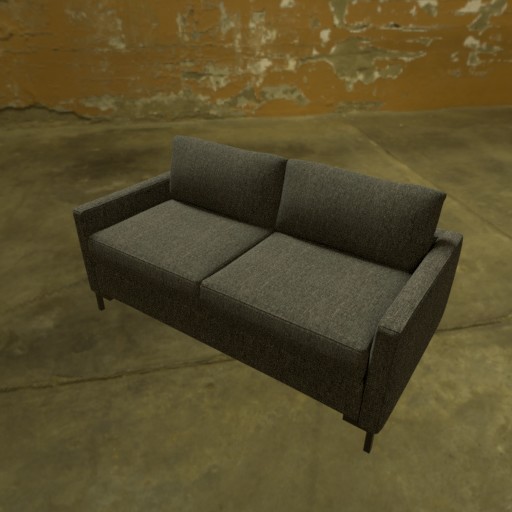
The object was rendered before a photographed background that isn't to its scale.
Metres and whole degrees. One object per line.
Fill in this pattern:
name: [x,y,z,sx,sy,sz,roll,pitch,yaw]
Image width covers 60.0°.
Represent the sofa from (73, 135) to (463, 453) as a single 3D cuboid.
sofa: [0.000,0.000,2.196,1.716,0.862,0.866,19,35,30]
